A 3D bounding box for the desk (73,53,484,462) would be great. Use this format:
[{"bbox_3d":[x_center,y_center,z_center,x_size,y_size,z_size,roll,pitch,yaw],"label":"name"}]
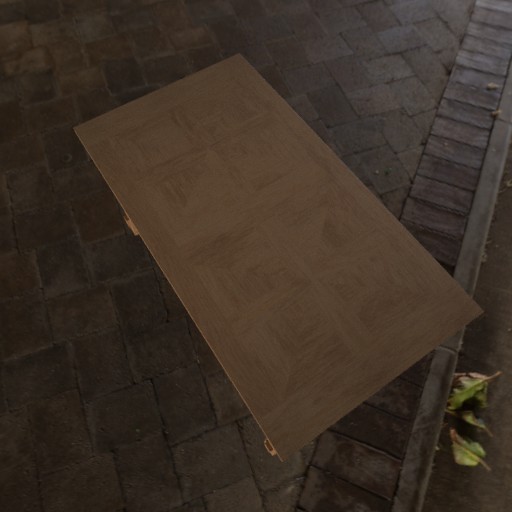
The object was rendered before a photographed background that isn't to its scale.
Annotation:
[{"bbox_3d":[0.000,0.000,1.983,0.813,0.762,1.499,-31,67,-15],"label":"desk"}]
